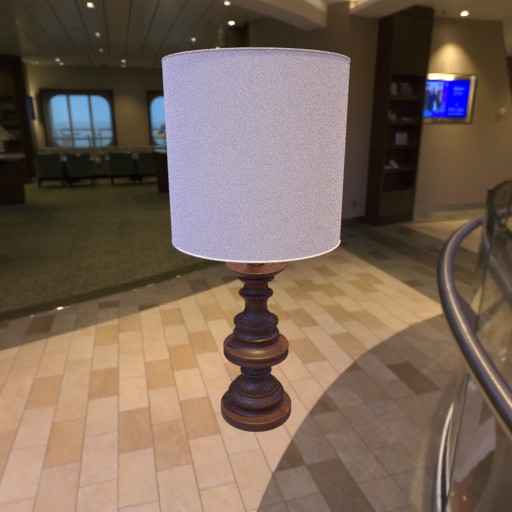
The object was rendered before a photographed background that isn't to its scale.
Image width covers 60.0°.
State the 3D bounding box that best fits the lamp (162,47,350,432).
[{"bbox_3d":[0.000,0.000,0.565,0.208,0.455,0.208,9,19,26],"label":"lamp"}]
